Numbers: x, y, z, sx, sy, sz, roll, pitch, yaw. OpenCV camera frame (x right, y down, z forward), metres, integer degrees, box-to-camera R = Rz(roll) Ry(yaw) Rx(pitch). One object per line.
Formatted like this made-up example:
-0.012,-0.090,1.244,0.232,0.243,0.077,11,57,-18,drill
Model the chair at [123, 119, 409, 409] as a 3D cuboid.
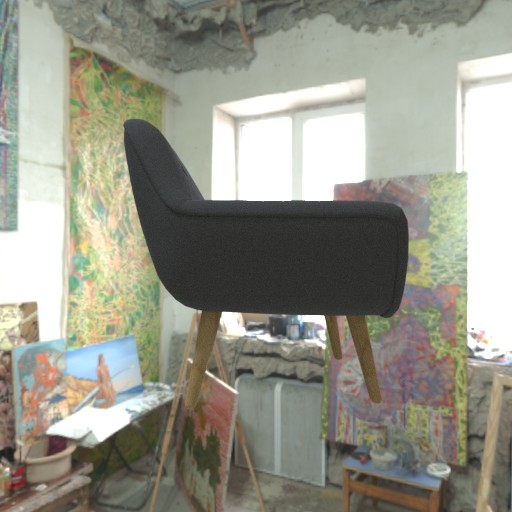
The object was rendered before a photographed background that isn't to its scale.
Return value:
0.000,0.000,1.440,0.779,0.800,0.770,0,1,-2,chair
